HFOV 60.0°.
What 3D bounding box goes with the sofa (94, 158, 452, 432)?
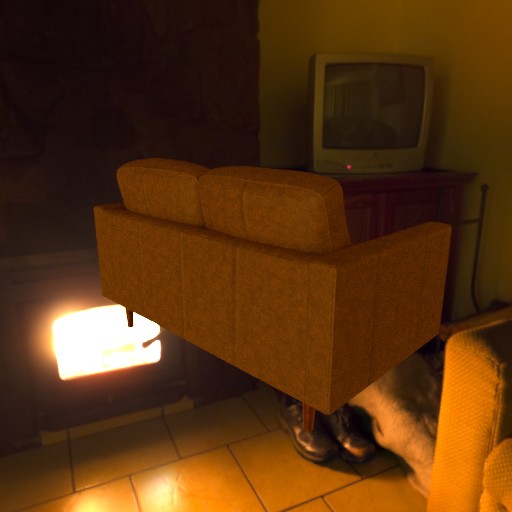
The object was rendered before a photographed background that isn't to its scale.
[{"bbox_3d":[0.000,0.000,2.222,1.578,0.951,0.909,15,22,43],"label":"sofa"}]
